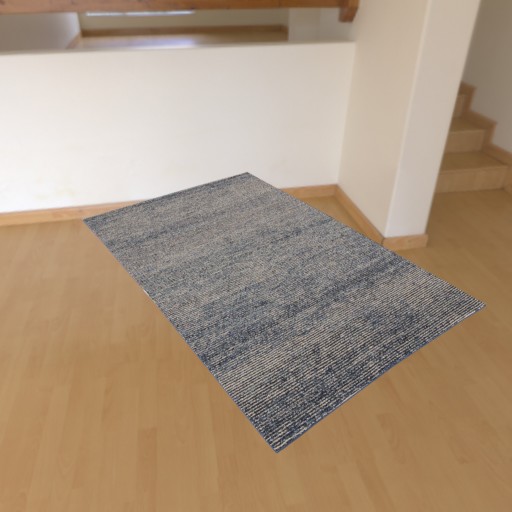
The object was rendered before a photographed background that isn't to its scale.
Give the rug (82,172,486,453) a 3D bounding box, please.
[{"bbox_3d":[0.000,0.000,2.214,1.159,0.025,1.793,-22,39,-29],"label":"rug"}]
